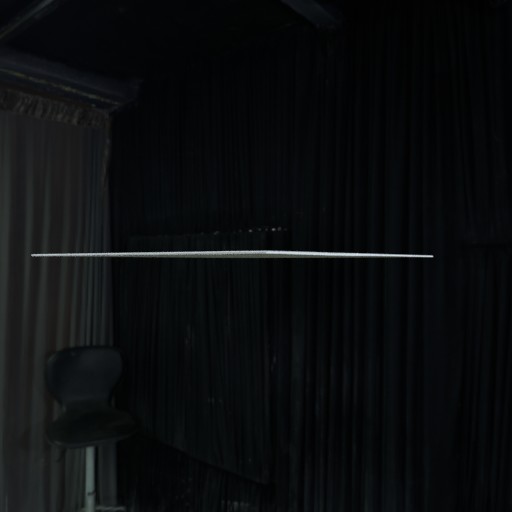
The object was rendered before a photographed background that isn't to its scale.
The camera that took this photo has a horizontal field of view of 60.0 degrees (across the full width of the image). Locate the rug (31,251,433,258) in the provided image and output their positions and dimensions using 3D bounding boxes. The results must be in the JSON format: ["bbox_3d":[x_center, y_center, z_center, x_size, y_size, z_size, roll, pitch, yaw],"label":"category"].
[{"bbox_3d":[0.000,0.000,3.983,2.288,0.018,2.895,0,-1,37],"label":"rug"}]
